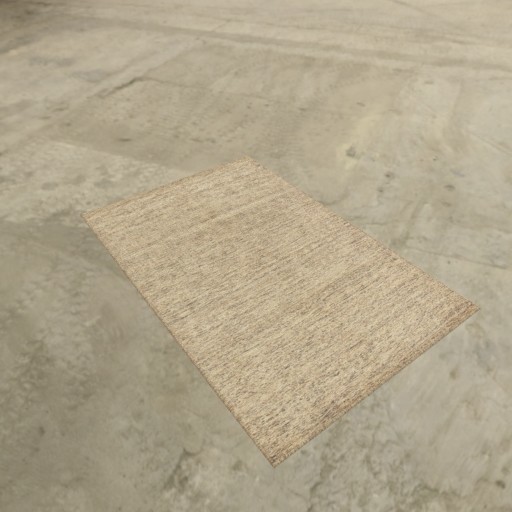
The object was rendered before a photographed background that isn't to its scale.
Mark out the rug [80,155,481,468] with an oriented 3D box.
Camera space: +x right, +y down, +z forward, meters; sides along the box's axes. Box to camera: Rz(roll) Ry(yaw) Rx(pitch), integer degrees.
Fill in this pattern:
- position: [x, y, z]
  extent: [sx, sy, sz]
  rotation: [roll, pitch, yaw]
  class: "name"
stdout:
- position: [0.000, 0.000, 2.311]
  extent: [1.211, 0.018, 1.822]
  rotation: [-26, 47, -27]
  class: "rug"
